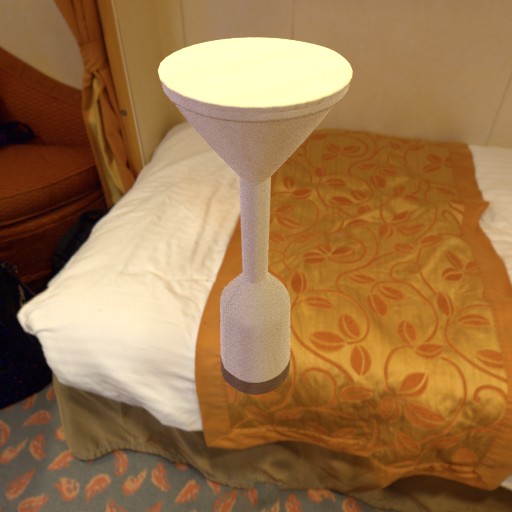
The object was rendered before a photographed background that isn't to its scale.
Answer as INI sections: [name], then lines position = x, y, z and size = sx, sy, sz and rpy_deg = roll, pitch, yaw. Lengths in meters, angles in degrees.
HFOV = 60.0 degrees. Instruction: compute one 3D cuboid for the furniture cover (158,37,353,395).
[furniture cover]
position = 0.000, 0.000, 2.893
size = 0.914, 2.413, 0.914
rpy_deg = -24, 47, -25
